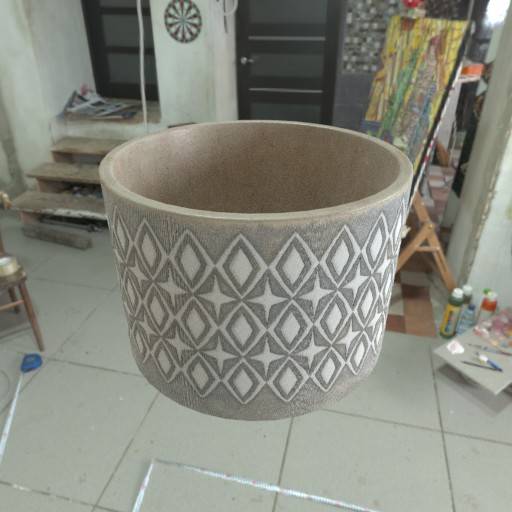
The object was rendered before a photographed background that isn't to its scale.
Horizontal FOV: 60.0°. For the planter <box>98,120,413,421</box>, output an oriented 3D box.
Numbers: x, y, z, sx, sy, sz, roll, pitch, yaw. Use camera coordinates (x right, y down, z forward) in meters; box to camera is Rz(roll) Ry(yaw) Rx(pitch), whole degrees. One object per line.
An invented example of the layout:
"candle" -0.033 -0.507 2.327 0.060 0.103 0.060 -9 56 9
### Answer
"planter" 0.000 0.000 0.273 0.164 0.127 0.164 0 30 0
